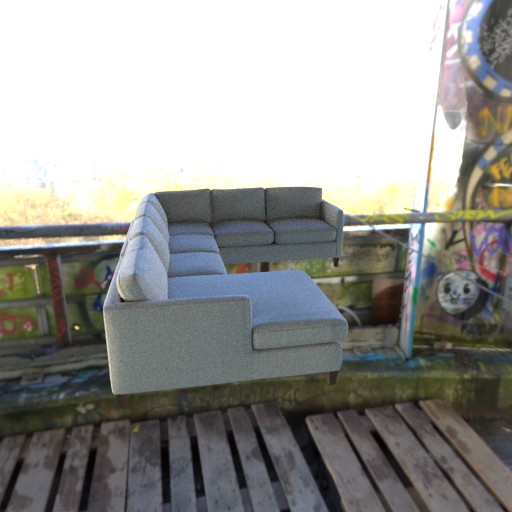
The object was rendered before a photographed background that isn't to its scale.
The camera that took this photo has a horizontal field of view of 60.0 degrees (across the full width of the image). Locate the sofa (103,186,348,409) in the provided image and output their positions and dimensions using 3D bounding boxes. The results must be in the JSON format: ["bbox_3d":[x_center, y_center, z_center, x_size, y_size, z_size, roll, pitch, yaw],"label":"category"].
[{"bbox_3d":[0.000,0.000,4.594,2.593,0.959,3.460,-3,18,-10],"label":"sofa"}]
